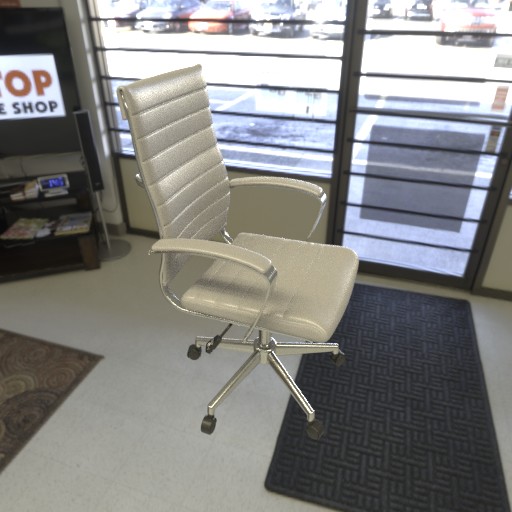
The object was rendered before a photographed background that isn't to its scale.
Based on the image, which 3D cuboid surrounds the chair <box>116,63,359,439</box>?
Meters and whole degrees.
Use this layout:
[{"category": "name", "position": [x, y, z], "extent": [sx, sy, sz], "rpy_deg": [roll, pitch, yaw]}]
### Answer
[{"category": "chair", "position": [0.000, 0.000, 1.532], "extent": [0.667, 1.149, 0.679], "rpy_deg": [12, 33, 19]}]
